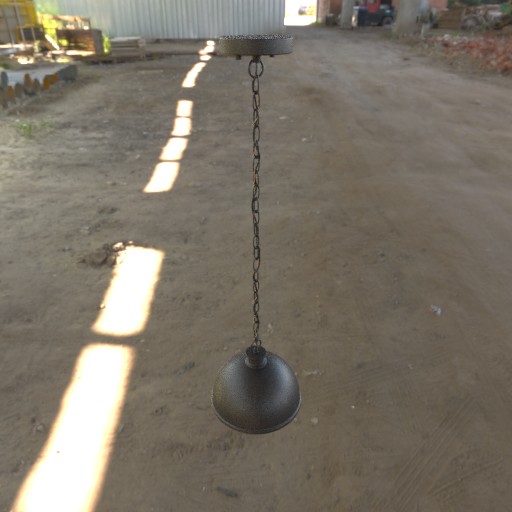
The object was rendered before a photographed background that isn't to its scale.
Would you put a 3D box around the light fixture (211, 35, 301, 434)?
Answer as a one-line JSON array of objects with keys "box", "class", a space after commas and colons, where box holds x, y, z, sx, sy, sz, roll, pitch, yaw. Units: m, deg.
[{"box": [0.000, 0.000, 1.228, 0.304, 1.090, 0.304, -20, 35, -31], "class": "light fixture"}]
